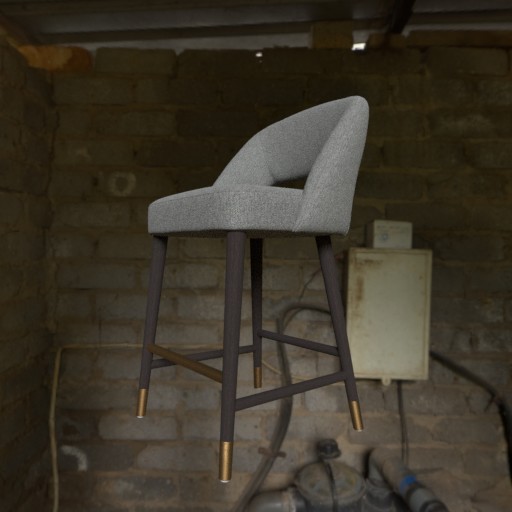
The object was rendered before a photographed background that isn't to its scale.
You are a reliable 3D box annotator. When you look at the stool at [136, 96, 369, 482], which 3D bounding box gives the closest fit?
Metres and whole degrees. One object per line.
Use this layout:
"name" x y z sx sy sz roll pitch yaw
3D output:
"stool" 0.000 0.000 1.242 0.524 0.925 0.536 -1 1 -37
